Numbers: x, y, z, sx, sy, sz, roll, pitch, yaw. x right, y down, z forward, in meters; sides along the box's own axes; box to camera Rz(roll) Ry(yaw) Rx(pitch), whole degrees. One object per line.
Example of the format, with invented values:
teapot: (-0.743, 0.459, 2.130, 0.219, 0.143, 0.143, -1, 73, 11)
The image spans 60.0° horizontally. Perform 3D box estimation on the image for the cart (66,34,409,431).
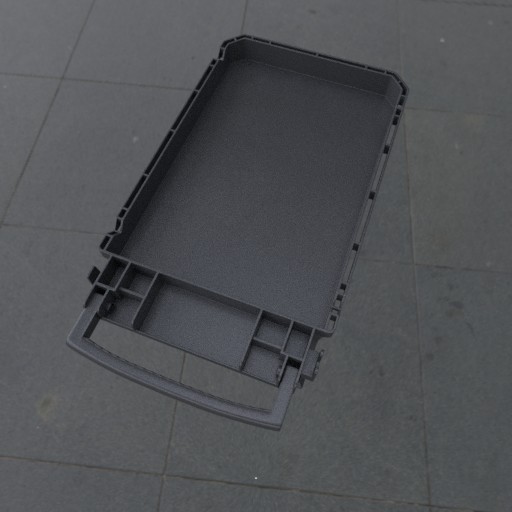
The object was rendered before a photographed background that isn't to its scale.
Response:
cart: (0.000, 0.000, 1.691, 0.674, 0.884, 1.239, 19, 65, 9)
